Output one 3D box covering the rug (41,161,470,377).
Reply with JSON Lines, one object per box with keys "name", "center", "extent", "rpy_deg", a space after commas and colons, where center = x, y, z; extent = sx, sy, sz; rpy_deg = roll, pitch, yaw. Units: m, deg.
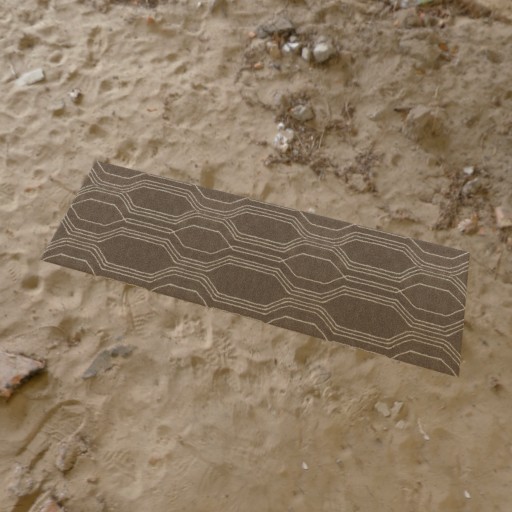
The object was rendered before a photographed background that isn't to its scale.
{"name": "rug", "center": [0.000, 0.000, 2.662], "extent": [2.464, 0.012, 0.773], "rpy_deg": [15, 65, 7]}
